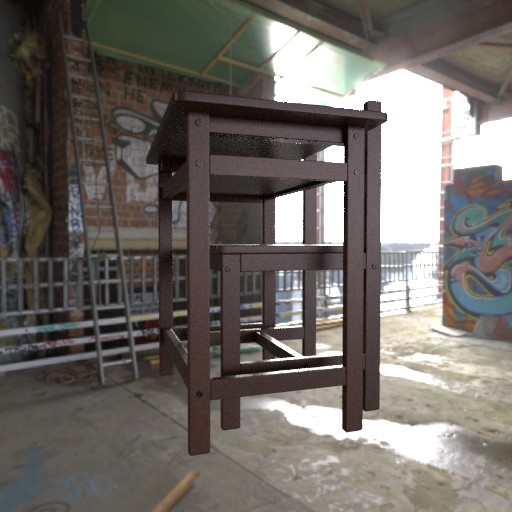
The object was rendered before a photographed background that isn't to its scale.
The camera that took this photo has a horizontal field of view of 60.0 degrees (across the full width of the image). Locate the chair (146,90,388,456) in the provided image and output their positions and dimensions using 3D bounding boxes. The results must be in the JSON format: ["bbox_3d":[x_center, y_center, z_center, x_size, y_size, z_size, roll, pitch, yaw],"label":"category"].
[{"bbox_3d":[0.000,0.000,1.052,0.463,0.673,0.599,-1,2,-18],"label":"chair"}]
